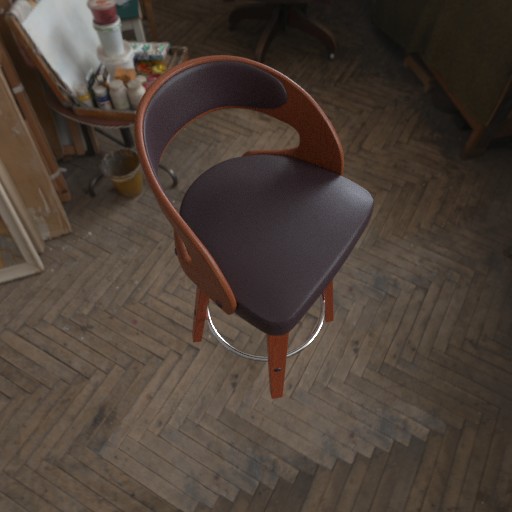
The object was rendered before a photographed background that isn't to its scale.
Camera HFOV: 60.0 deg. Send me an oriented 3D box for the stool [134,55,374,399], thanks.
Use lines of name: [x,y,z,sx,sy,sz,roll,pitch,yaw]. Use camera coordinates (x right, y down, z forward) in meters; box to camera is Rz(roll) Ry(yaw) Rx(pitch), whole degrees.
stool: [0.000,0.000,1.199,0.457,0.940,0.457,31,64,18]
